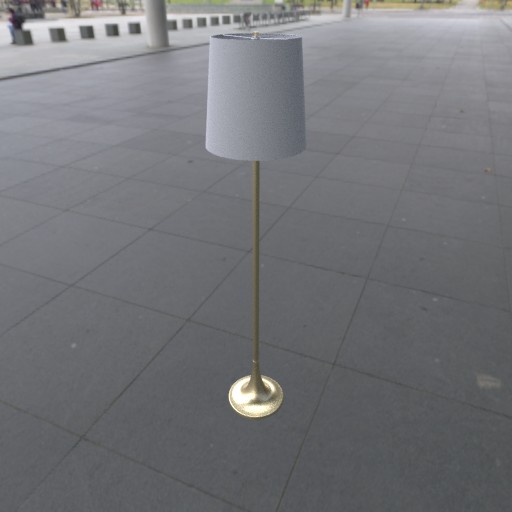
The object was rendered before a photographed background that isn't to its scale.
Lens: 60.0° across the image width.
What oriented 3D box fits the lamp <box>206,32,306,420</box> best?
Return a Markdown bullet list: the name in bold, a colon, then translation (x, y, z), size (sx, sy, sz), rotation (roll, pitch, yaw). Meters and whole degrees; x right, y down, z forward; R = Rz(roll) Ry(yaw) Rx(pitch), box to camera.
- **lamp**: translation (0.000, 0.000, 1.707), size (0.337, 1.543, 0.337), rotation (0, 30, 0)
